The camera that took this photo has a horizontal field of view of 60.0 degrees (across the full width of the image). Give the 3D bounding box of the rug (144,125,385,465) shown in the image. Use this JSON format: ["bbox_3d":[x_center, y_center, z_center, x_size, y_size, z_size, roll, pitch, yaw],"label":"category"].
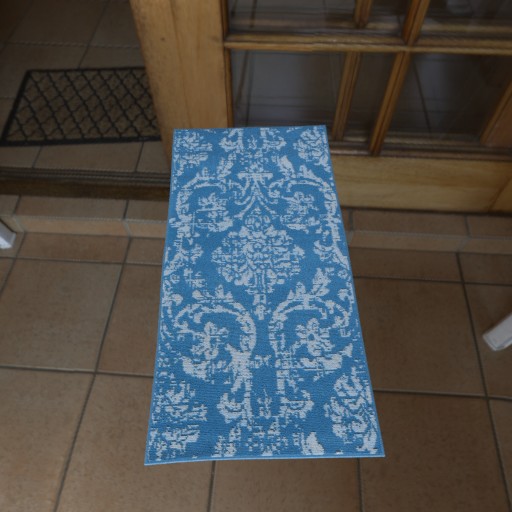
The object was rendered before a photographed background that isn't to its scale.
[{"bbox_3d":[0.000,0.000,1.436,0.604,0.007,1.219,-2,57,-1],"label":"rug"}]
